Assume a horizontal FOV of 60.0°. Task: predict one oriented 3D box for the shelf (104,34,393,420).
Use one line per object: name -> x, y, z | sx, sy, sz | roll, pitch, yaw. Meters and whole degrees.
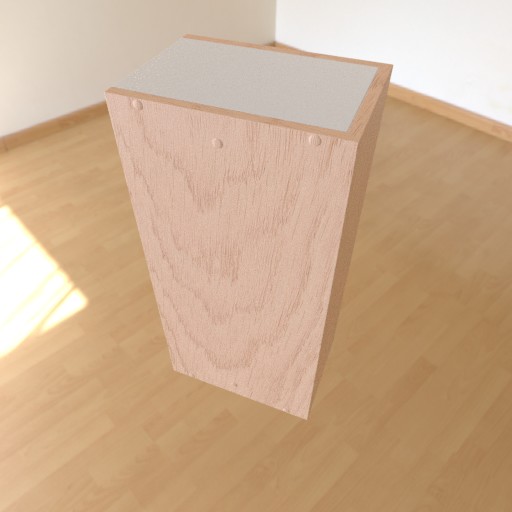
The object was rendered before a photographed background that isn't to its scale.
shelf -> 0.000, 0.000, 0.738 | 0.290, 0.600, 0.200 | 16, 47, 15
